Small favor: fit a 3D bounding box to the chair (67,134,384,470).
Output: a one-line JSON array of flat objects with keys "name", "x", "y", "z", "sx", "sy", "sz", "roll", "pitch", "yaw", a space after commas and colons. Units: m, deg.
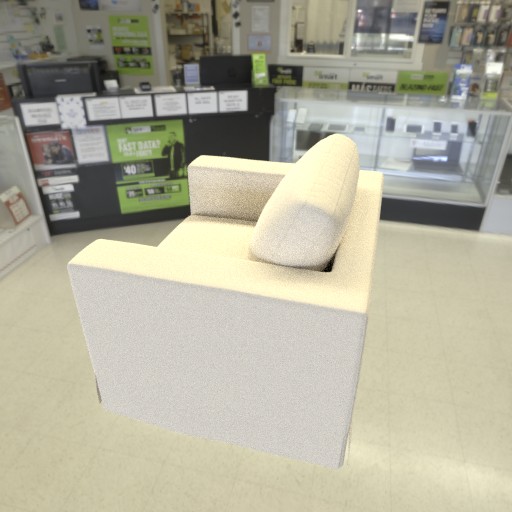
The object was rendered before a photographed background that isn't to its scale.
[{"name": "chair", "x": 0.000, "y": 0.000, "z": 1.830, "sx": 0.957, "sy": 0.878, "sz": 1.150, "roll": 8, "pitch": 32, "yaw": 14}]
